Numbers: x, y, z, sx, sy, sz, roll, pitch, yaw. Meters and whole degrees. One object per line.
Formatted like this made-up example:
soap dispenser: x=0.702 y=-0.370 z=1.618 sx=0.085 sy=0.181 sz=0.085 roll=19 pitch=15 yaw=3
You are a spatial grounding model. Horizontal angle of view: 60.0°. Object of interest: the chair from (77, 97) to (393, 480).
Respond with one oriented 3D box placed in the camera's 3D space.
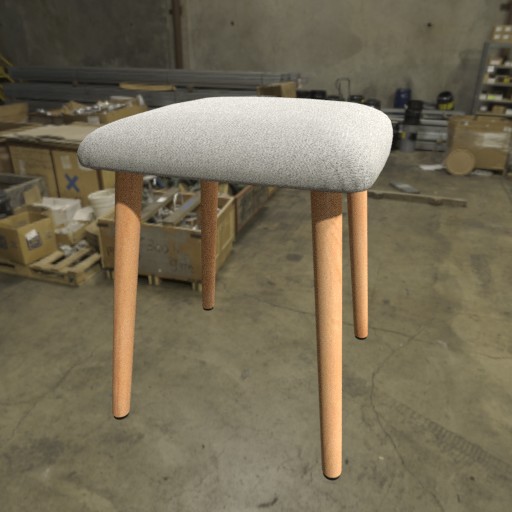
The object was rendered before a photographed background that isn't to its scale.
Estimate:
chair: x=0.000 y=0.000 z=0.669 sx=0.350 sy=0.440 sz=0.350 roll=8 pitch=27 yaw=17
